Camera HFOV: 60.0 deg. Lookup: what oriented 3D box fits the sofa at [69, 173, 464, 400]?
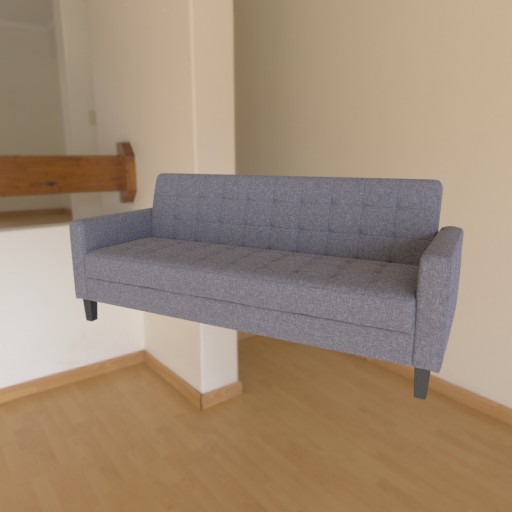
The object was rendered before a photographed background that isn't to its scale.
[{"bbox_3d":[0.000,0.000,2.448,2.040,0.850,0.810,7,14,27],"label":"sofa"}]
